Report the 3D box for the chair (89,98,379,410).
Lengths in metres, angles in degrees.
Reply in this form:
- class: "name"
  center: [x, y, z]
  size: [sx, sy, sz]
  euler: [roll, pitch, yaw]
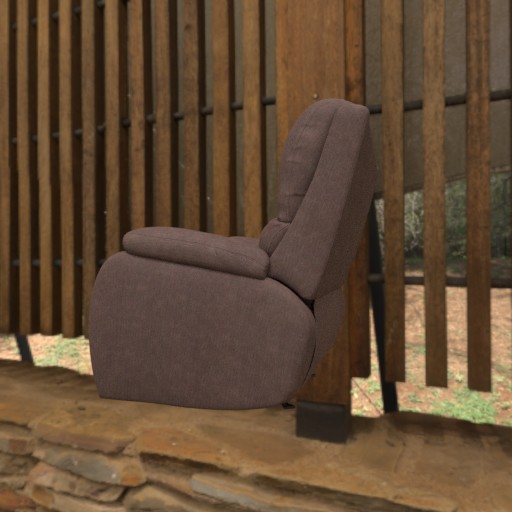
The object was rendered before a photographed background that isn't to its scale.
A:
- class: "chair"
  center: [0.000, 0.000, 1.727]
  size: [0.899, 1.011, 0.930]
  euler: [0, -1, 17]
